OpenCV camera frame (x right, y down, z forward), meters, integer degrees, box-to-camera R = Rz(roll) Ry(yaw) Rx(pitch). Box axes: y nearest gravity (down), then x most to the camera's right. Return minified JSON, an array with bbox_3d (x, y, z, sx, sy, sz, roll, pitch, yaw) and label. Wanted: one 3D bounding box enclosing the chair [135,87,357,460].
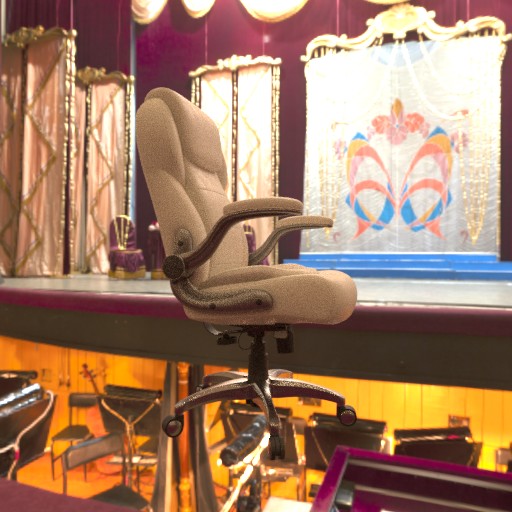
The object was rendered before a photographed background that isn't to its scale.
[{"bbox_3d":[0.000,0.000,1.821,0.806,1.330,0.755,0,0,18],"label":"chair"}]
